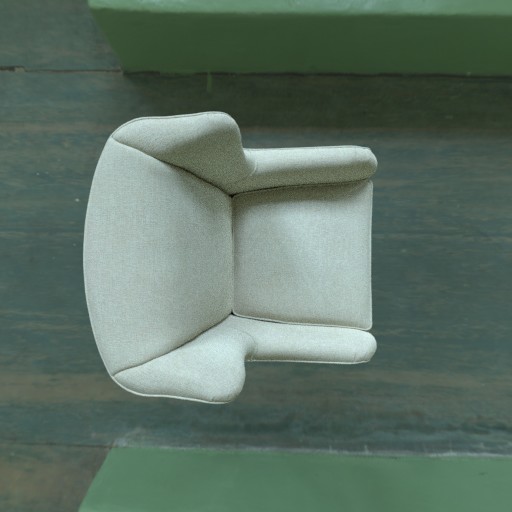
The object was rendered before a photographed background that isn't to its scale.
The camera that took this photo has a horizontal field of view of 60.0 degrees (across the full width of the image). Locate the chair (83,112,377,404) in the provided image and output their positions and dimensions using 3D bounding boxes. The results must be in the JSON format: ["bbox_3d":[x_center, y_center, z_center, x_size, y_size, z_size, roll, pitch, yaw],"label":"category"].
[{"bbox_3d":[0.000,0.000,1.748,0.966,1.040,0.838,0,91,2],"label":"chair"}]
